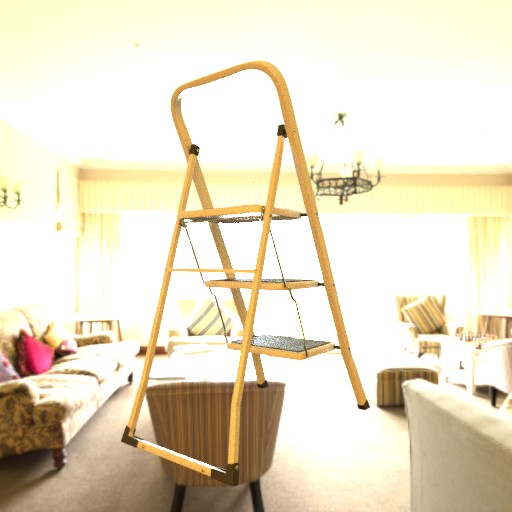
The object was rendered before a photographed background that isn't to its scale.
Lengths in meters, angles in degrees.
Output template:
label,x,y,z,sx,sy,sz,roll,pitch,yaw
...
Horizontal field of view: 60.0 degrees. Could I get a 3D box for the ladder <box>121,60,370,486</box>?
label,x,y,z,sx,sy,sz,roll,pitch,yaw
ladder,0.000,0.000,1.401,0.460,1.050,0.711,-1,-1,37
